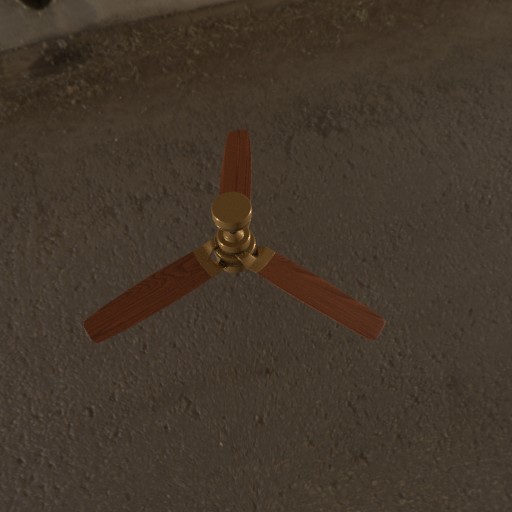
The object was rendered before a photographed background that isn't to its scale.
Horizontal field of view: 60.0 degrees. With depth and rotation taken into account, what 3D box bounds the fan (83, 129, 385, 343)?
[{"bbox_3d":[0.000,0.000,2.024,1.271,0.425,1.416,30,63,17],"label":"fan"}]
